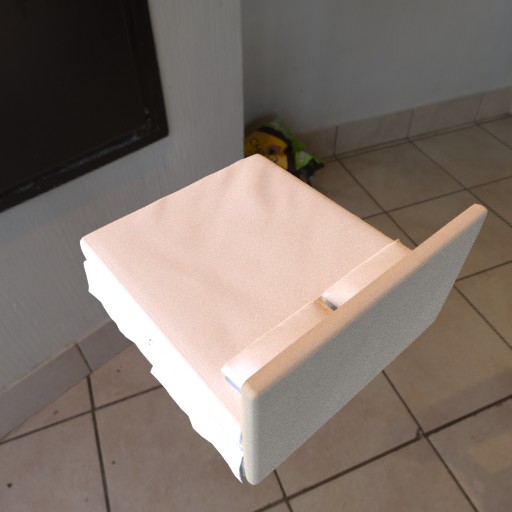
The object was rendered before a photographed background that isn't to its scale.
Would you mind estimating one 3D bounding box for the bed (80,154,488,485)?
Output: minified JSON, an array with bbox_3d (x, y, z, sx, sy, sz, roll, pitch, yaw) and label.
[{"bbox_3d":[0.000,0.000,3.484,2.119,1.317,2.319,-32,54,-27],"label":"bed"}]
